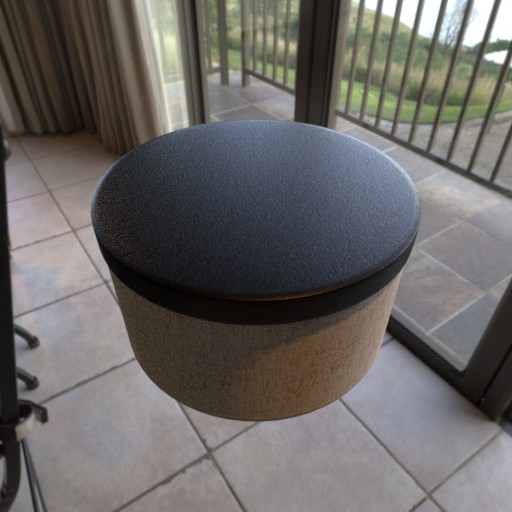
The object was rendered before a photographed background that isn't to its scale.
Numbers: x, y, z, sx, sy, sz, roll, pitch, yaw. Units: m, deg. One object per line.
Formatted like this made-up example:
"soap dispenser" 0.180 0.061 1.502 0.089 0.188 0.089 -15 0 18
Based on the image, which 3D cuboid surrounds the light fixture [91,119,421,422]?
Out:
"light fixture" 0.000 0.000 0.614 0.389 0.229 0.389 0 40 0
